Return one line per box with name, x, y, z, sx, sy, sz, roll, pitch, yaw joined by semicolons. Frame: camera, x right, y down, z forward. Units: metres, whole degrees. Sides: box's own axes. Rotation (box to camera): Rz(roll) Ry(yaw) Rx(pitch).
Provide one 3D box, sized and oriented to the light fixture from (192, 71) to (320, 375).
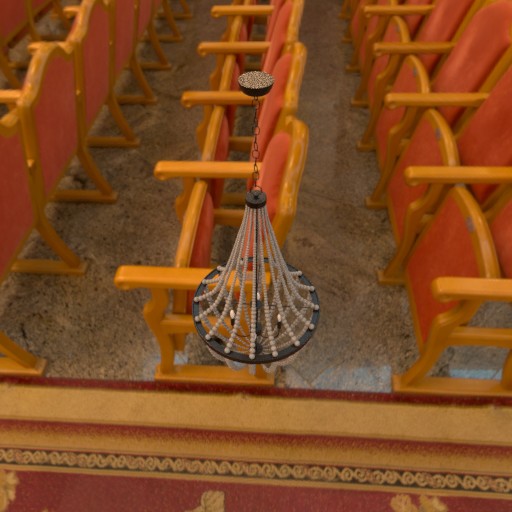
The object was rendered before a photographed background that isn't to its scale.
light fixture;0.000;0.000;1.376;0.450;1.133;0.450;0;48;0
